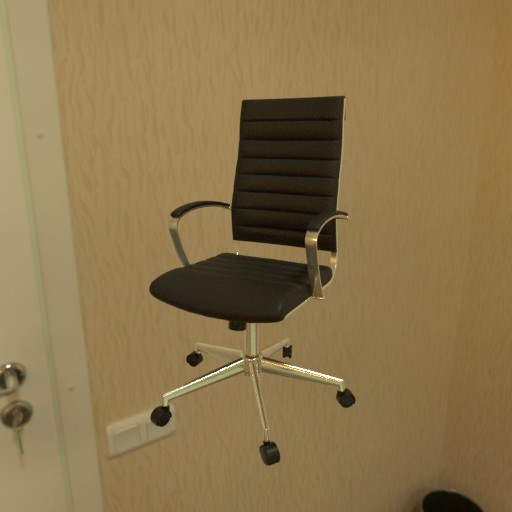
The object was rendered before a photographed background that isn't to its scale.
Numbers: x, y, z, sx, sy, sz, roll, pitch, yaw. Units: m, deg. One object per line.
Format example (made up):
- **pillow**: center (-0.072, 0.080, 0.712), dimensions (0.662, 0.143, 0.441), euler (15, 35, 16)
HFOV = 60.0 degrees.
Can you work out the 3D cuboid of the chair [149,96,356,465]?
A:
- **chair**: center (0.000, 0.000, 1.643), dimensions (0.766, 1.149, 0.739), euler (8, 17, 26)
